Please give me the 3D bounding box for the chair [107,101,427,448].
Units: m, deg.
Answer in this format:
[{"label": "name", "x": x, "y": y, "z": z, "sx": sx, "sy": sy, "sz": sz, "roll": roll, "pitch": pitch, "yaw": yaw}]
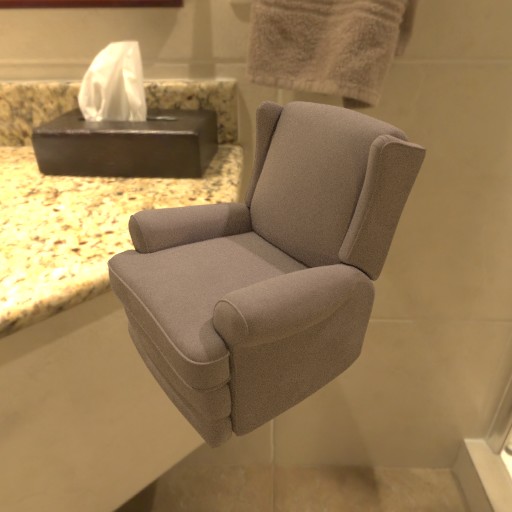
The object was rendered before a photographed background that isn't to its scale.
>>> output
[{"label": "chair", "x": 0.000, "y": 0.000, "z": 1.708, "sx": 0.969, "sy": 1.011, "sz": 0.847, "roll": -20, "pitch": 36, "yaw": -30}]
